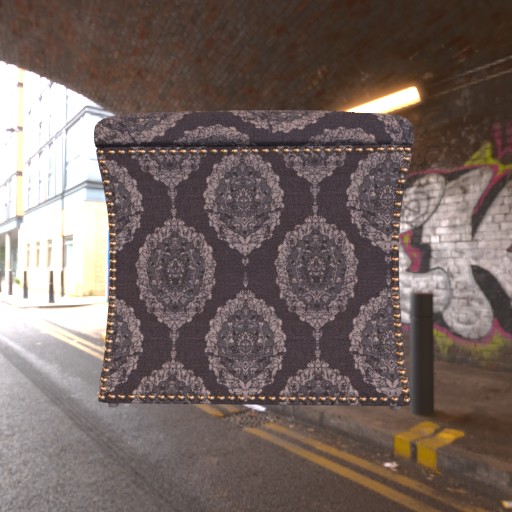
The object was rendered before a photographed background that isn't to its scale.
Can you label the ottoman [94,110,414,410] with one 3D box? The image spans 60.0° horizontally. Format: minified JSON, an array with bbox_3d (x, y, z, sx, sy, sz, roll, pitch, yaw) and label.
[{"bbox_3d":[0.000,0.000,0.902,0.507,0.475,0.497,0,-1,2],"label":"ottoman"}]
